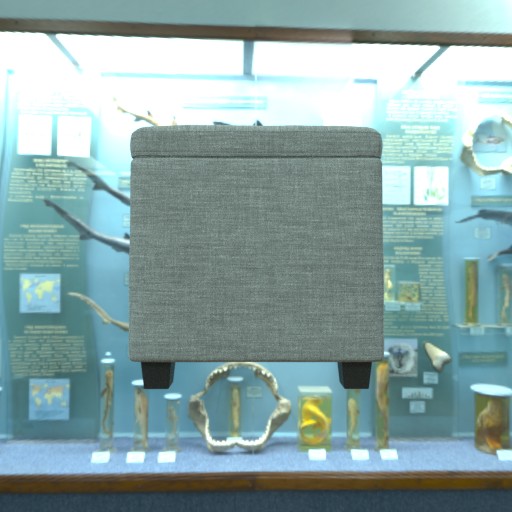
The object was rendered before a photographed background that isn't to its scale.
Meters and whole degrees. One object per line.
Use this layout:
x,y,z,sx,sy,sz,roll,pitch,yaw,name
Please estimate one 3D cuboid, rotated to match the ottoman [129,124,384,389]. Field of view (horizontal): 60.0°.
0.000,0.000,1.123,0.419,0.432,0.902,0,-1,0,ottoman
